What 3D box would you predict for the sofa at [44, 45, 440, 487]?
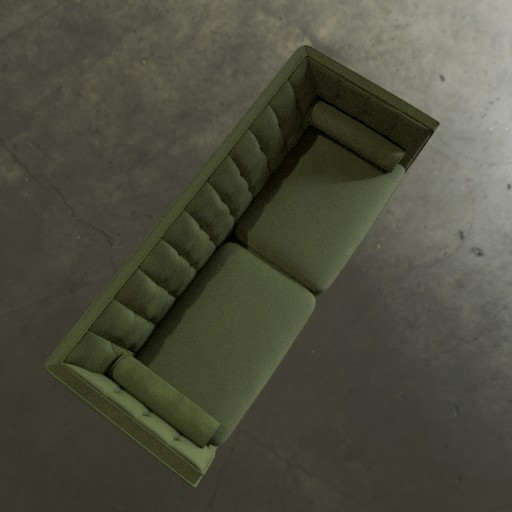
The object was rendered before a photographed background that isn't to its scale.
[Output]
[{"bbox_3d":[0.000,0.000,2.444,0.867,0.789,2.087,34,78,8],"label":"sofa"}]
